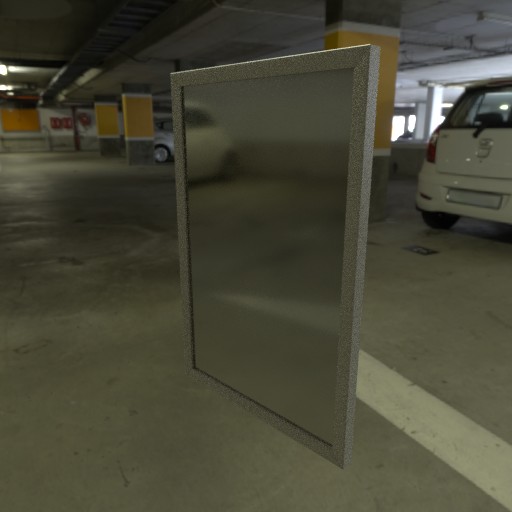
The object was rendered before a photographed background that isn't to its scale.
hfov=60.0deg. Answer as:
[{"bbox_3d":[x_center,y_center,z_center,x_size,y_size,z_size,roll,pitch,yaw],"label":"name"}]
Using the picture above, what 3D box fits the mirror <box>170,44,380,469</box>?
[{"bbox_3d":[0.000,0.000,1.134,0.609,0.914,0.041,15,22,42],"label":"mirror"}]
